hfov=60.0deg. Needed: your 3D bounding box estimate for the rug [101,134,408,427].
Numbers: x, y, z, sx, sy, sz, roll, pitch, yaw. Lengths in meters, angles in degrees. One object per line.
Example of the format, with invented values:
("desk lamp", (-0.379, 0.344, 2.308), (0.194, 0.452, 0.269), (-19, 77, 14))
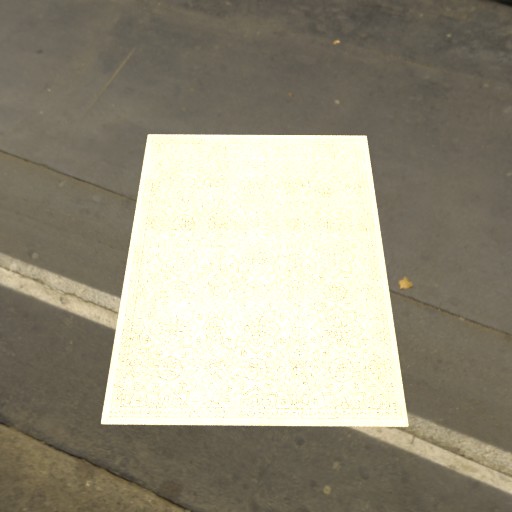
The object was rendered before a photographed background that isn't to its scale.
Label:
("rug", (0.000, 0.000, 4.231), (2.441, 0.015, 3.050), (0, 62, 0))
